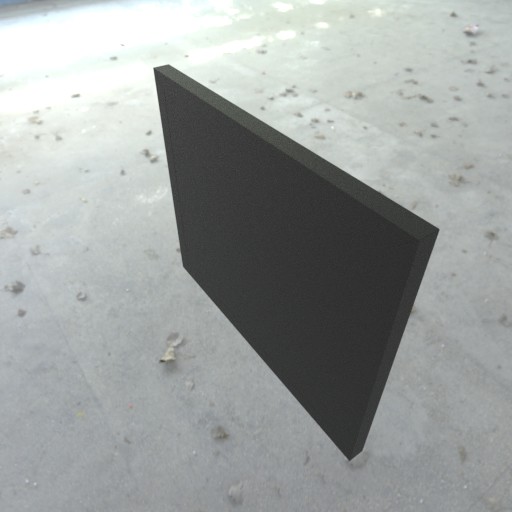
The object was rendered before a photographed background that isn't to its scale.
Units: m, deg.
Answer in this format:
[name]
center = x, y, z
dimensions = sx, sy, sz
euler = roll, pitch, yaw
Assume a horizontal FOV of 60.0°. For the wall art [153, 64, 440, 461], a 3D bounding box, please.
[wall art]
center = 0.000, 0.000, 0.732
dimensions = 0.029, 0.457, 0.558
euler = -25, 47, -26
